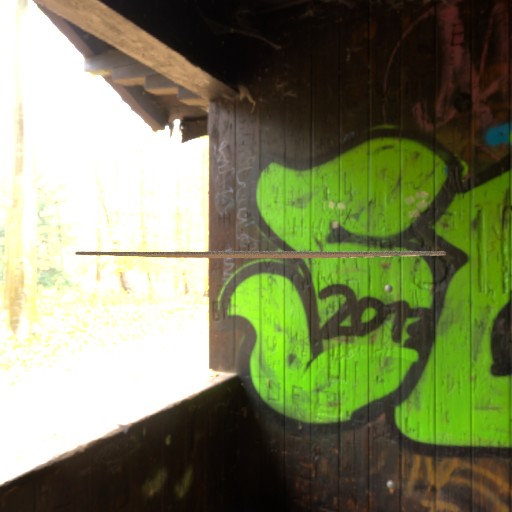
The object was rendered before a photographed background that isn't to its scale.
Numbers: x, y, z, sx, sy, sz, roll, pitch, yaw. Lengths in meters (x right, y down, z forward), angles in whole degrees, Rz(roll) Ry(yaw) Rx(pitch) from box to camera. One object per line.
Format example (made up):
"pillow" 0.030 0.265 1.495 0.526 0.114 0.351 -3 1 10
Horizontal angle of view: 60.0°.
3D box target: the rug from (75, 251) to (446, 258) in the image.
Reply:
"rug" 0.000 0.000 2.351 1.210 0.012 1.829 0 -1 -1
